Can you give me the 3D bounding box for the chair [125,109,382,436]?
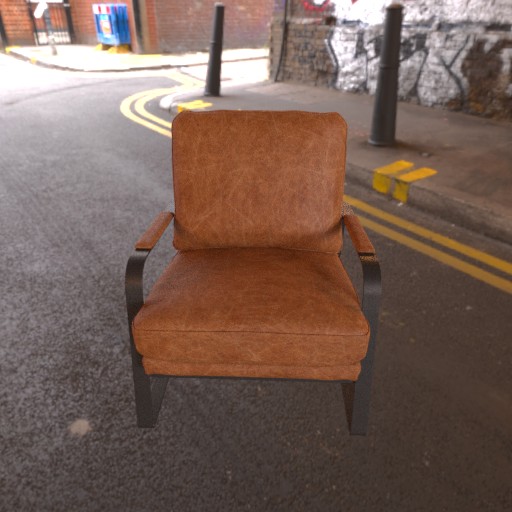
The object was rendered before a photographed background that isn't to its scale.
[{"bbox_3d":[0.000,0.000,1.372,0.651,0.777,0.801,1,29,2],"label":"chair"}]
